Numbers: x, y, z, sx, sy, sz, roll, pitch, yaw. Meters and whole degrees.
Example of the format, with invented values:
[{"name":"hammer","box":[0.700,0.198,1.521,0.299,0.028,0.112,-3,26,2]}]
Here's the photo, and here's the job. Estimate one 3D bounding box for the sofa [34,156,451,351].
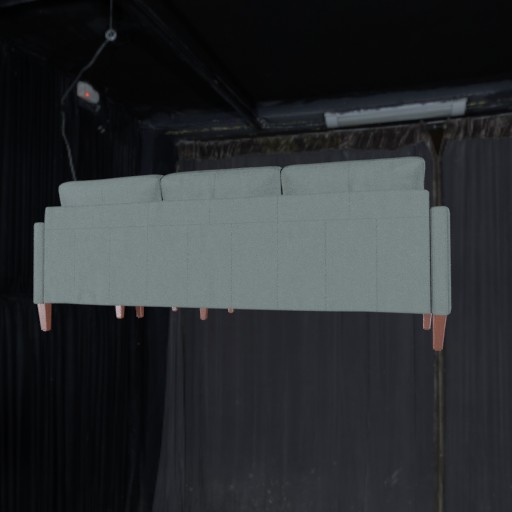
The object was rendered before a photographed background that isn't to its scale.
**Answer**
[{"name":"sofa","box":[0.000,0.000,2.881,2.178,0.876,1.506,-1,-2,18]}]
